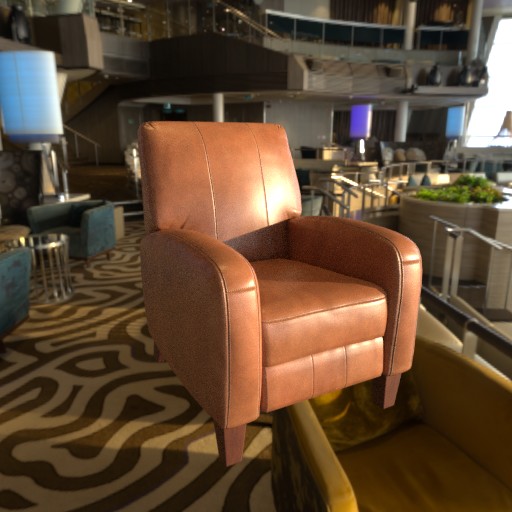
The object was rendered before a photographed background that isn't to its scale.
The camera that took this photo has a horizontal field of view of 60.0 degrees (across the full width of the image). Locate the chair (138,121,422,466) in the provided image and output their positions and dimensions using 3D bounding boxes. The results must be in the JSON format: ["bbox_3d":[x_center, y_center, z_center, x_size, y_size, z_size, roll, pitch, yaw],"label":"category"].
[{"bbox_3d":[0.000,0.000,1.675,0.762,0.990,0.990,-8,17,-27],"label":"chair"}]
